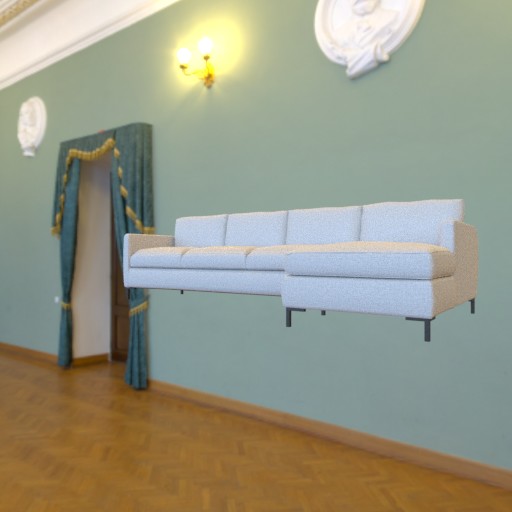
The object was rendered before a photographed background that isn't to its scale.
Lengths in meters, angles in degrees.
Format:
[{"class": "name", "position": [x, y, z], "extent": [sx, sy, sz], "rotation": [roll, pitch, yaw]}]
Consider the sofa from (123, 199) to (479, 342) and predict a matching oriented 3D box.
[{"class": "sofa", "position": [0.000, 0.000, 3.163], "extent": [2.731, 0.755, 1.258], "rotation": [0, 0, 35]}]
